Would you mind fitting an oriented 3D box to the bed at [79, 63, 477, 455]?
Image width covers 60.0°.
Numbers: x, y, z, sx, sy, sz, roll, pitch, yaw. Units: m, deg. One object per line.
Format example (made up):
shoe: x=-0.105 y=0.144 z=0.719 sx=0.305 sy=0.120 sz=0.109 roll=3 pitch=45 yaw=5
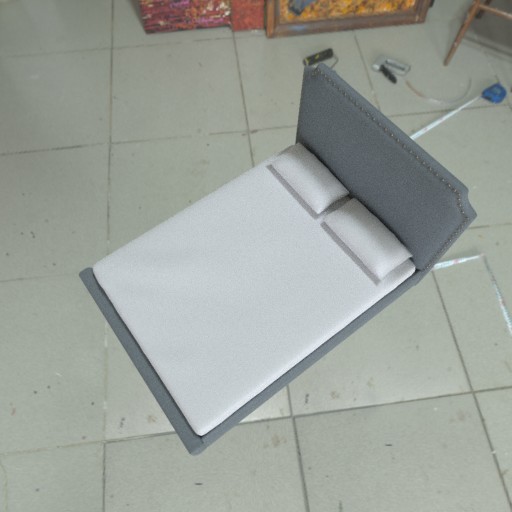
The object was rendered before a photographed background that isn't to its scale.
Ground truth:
bed: x=0.000 y=0.000 z=3.381 sx=2.372 sy=1.443 sz=1.712 roll=-34 pitch=69 yaw=-15
